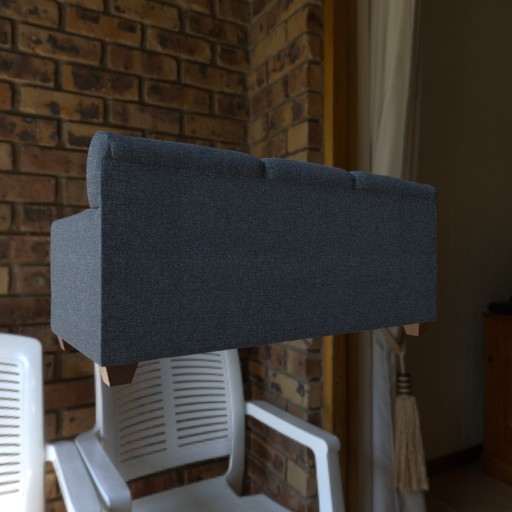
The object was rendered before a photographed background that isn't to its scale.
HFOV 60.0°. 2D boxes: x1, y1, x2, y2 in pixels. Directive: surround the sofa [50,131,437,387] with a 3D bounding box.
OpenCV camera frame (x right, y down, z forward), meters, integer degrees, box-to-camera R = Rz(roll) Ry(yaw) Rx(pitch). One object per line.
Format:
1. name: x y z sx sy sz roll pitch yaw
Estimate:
1. sofa: 0.000 0.000 2.512 2.024 0.958 0.997 0 0 -35
